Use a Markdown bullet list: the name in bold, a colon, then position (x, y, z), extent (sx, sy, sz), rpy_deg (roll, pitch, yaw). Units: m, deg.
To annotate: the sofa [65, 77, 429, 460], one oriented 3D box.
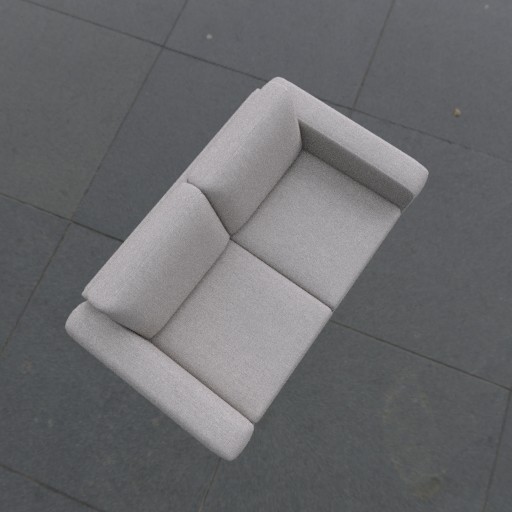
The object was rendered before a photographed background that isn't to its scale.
- **sofa**: position (0.000, 0.000, 2.084), extent (0.900, 0.800, 1.540), rpy_deg (35, 77, 9)
